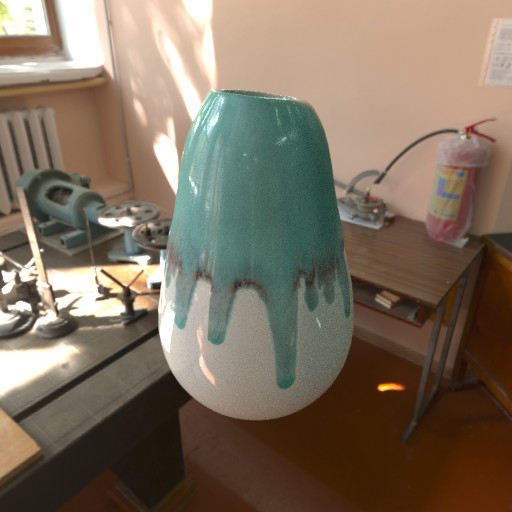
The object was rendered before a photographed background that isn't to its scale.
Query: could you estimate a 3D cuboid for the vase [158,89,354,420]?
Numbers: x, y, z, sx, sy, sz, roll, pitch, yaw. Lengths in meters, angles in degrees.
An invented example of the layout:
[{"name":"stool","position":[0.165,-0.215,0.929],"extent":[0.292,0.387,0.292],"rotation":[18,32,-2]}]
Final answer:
[{"name":"vase","position":[0.000,0.000,0.251],"extent":[0.116,0.179,0.116],"rotation":[0,28,0]}]
